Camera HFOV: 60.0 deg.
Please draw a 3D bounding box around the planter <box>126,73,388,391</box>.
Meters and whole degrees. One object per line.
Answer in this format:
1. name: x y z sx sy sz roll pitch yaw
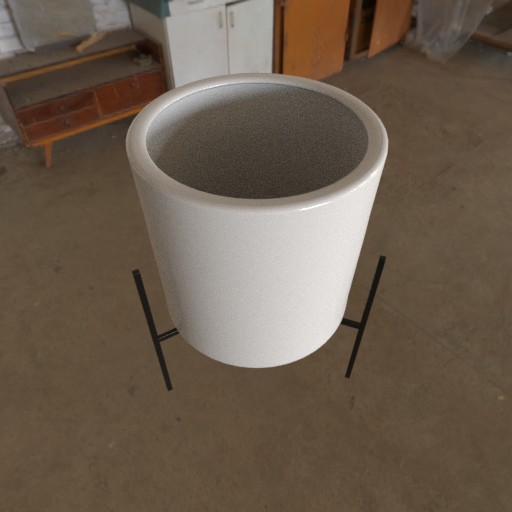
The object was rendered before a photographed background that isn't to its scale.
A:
1. planter: 0.000 0.000 0.643 0.307 0.431 0.308 -3 46 -3
